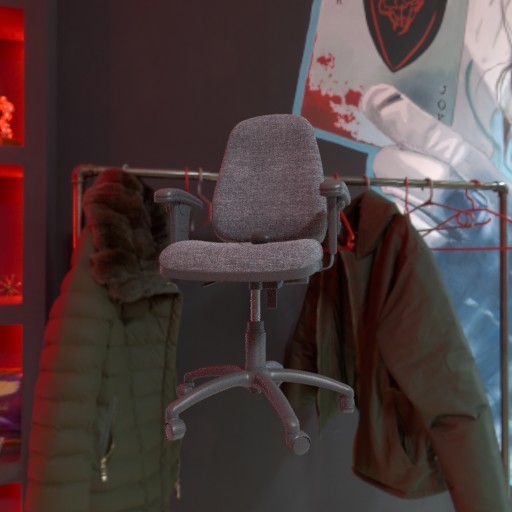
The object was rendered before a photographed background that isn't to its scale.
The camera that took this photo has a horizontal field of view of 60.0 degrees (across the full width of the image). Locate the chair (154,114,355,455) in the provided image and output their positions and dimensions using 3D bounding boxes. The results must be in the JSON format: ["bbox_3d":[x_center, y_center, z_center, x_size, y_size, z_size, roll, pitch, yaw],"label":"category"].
[{"bbox_3d":[0.000,0.000,1.287,0.550,0.910,0.530,0,0,17],"label":"chair"}]
